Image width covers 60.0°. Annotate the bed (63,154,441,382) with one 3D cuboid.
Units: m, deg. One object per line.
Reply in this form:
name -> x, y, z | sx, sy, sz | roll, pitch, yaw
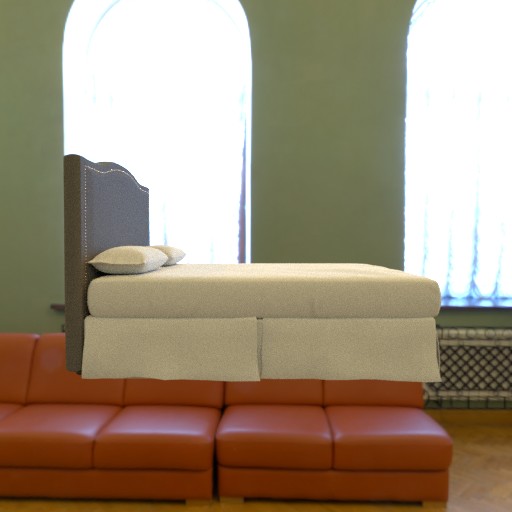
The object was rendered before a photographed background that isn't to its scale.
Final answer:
bed -> 0.000, 0.000, 3.485 | 2.282, 1.436, 1.821 | 0, 2, 0
